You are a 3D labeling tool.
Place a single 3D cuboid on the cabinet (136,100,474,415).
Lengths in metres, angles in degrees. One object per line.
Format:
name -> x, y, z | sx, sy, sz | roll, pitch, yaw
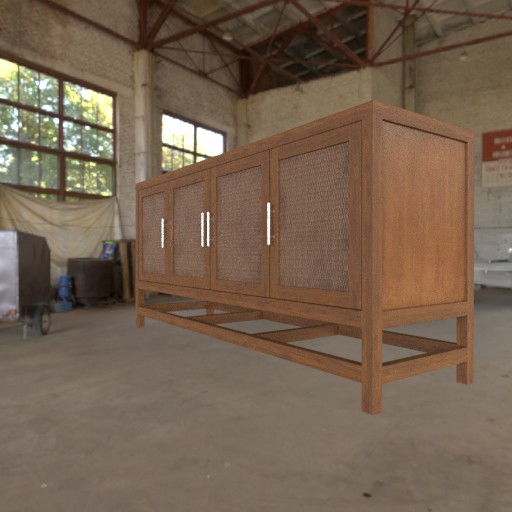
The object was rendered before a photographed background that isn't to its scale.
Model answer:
cabinet -> 0.000, 0.000, 1.983 | 0.522, 0.820, 1.708 | 0, 0, -36
